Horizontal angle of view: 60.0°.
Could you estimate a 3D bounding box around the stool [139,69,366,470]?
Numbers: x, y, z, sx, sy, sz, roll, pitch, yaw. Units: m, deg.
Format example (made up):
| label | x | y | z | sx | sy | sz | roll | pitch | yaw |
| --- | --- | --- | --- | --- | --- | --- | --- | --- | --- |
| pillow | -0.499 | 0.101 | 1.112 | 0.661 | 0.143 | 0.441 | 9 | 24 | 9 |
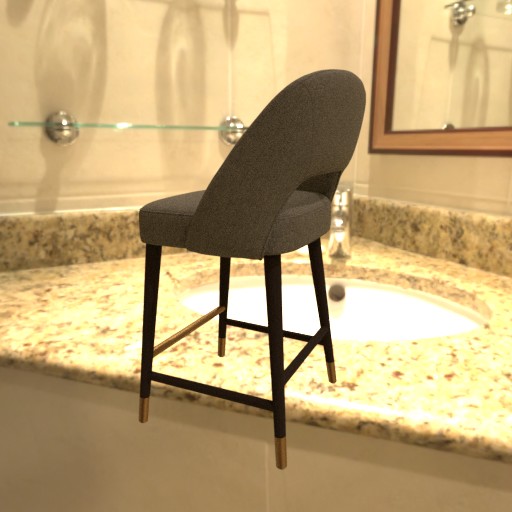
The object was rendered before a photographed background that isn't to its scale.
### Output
| label | x | y | z | sx | sy | sz | roll | pitch | yaw |
| --- | --- | --- | --- | --- | --- | --- | --- | --- | --- |
| stool | 0.000 | 0.000 | 1.234 | 0.524 | 0.925 | 0.536 | 7 | 16 | 25 |
